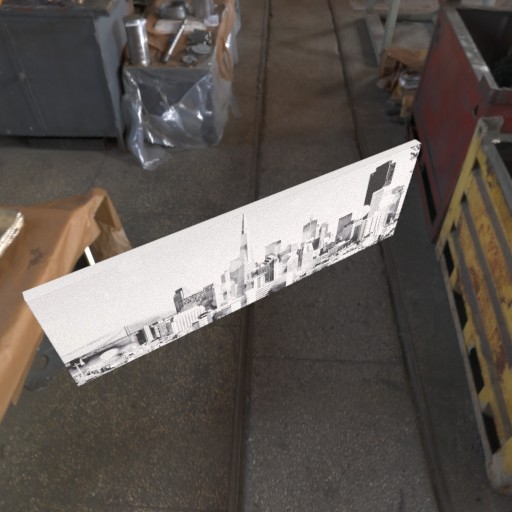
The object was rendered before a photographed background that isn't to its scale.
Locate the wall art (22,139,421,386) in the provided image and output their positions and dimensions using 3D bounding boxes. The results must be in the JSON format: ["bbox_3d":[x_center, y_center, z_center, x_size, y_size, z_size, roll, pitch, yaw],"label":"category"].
[{"bbox_3d":[0.000,0.000,1.695,1.520,0.507,0.039,-24,51,-21],"label":"wall art"}]
